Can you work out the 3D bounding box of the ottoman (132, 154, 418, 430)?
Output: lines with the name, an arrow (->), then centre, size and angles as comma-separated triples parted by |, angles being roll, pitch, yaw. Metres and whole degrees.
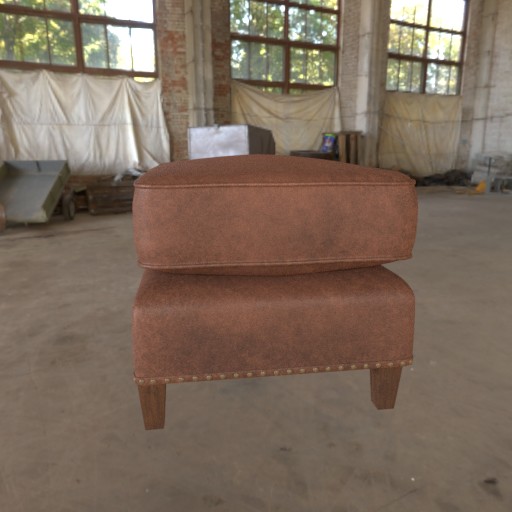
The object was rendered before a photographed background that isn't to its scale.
ottoman -> 0.000, 0.000, 1.200 | 0.589, 0.537, 0.738 | -2, 14, -8
